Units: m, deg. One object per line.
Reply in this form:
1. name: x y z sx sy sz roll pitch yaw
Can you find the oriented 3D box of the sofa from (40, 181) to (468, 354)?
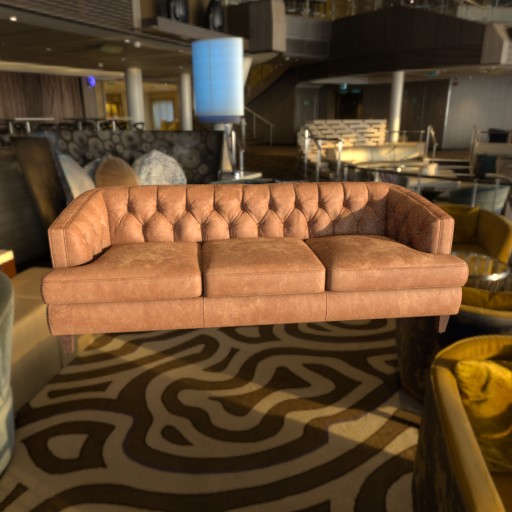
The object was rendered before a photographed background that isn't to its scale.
1. sofa: 0.000 0.000 2.718 2.257 0.791 0.922 -2 17 -6
